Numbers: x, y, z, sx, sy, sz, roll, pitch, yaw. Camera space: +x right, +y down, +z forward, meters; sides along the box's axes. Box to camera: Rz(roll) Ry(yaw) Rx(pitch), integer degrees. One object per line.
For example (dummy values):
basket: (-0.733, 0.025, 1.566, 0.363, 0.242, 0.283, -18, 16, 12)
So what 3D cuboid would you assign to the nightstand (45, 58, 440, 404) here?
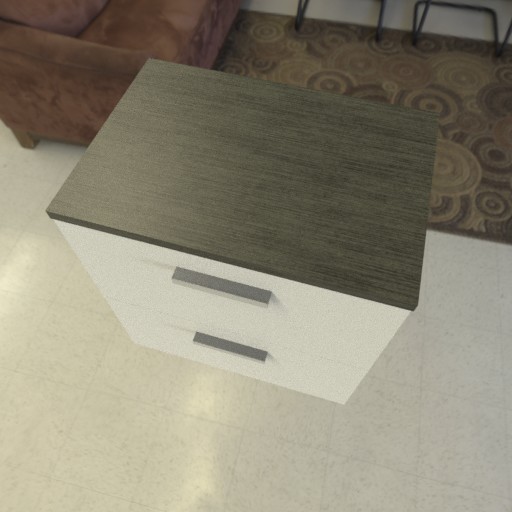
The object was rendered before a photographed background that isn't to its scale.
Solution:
nightstand: (0.000, 0.000, 0.768, 0.441, 0.460, 0.325, 14, 60, 8)
